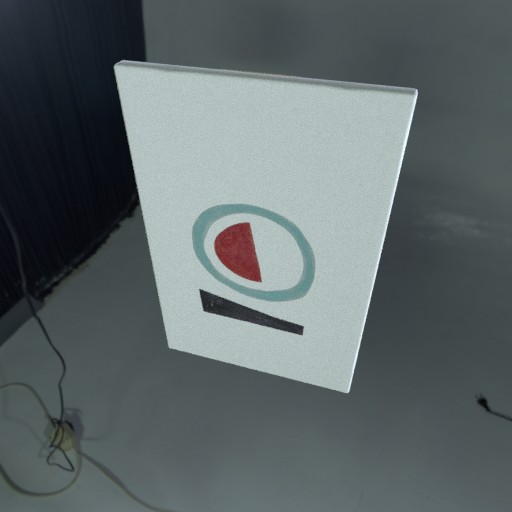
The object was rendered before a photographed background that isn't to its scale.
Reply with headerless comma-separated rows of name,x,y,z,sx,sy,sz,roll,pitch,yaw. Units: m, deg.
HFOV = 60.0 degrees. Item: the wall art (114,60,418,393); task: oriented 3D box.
wall art,0.000,0.000,1.142,0.602,0.902,0.048,11,41,13
